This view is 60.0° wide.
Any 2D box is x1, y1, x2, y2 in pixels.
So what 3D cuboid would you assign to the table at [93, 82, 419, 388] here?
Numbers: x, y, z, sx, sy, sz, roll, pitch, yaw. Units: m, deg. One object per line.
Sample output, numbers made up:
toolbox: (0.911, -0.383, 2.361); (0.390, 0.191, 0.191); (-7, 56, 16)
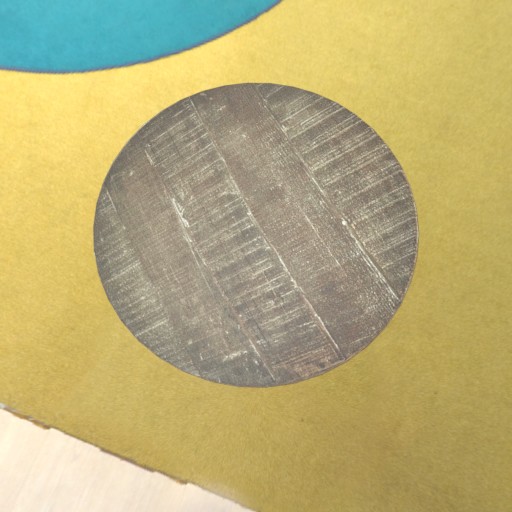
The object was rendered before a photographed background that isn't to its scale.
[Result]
table: (0.000, 0.000, 0.970); (0.557, 0.437, 0.557); (0, 73, 0)
